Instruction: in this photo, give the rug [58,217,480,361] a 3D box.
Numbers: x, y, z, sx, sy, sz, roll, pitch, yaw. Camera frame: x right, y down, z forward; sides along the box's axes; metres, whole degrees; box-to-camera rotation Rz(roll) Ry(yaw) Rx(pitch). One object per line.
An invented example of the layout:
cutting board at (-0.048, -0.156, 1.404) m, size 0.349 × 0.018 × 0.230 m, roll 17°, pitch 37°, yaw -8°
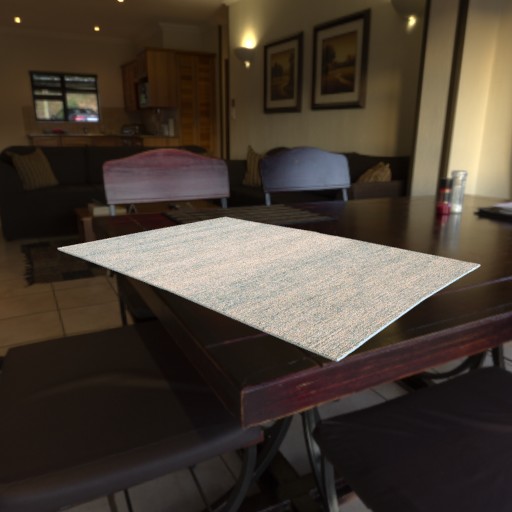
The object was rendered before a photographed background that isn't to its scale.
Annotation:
rug at (0.000, 0.000, 2.910) m, size 2.306 × 0.030 × 1.613 m, roll 14°, pitch 21°, yaw 41°
